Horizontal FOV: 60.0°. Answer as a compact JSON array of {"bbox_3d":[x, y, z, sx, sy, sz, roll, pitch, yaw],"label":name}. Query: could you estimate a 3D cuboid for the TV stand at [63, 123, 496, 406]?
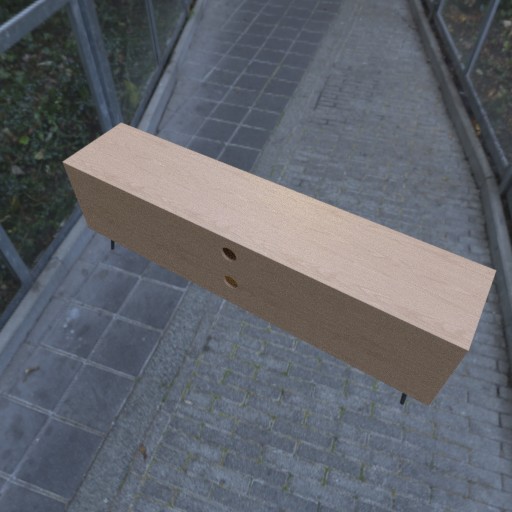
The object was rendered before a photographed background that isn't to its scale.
[{"bbox_3d":[0.000,0.000,1.973,1.760,0.580,0.400,25,53,20],"label":"TV stand"}]
